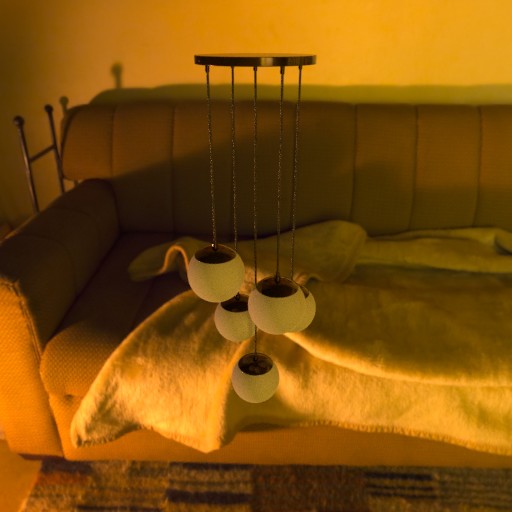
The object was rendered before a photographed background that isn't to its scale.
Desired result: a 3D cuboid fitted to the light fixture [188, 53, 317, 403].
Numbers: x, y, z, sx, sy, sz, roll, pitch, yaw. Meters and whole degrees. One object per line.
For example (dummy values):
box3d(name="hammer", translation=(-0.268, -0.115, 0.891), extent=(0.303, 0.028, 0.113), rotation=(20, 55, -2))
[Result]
box3d(name="light fixture", translation=(0.000, 0.000, 1.536), extent=(0.489, 1.271, 0.484), rotation=(-9, 27, -17))
